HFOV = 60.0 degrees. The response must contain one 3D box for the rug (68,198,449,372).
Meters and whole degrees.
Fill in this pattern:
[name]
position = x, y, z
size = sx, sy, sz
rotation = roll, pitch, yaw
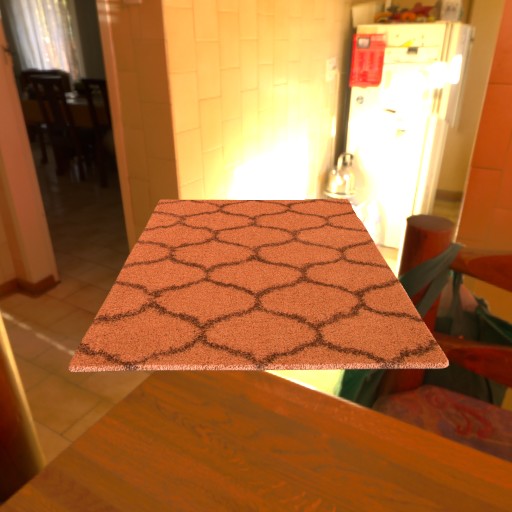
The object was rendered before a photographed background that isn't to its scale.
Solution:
[rug]
position = 0.000, 0.000, 2.099
size = 1.200, 0.025, 1.600
rotation = 0, 26, -1
